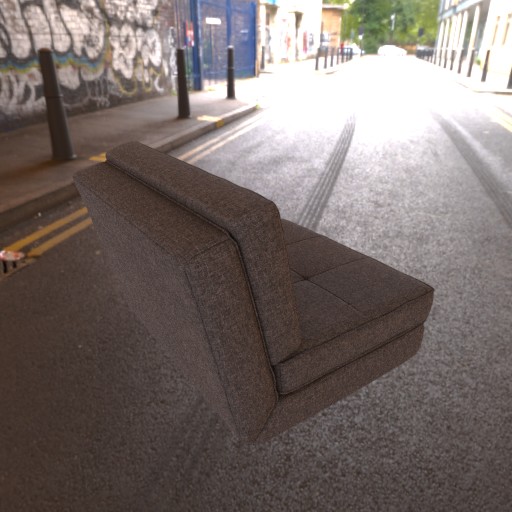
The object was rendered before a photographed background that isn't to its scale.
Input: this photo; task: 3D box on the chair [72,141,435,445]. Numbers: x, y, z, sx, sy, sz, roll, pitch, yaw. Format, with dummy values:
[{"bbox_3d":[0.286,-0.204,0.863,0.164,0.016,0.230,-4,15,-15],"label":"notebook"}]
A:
[{"bbox_3d":[0.000,0.000,1.314,0.800,0.615,0.740,-17,30,-31],"label":"chair"}]
